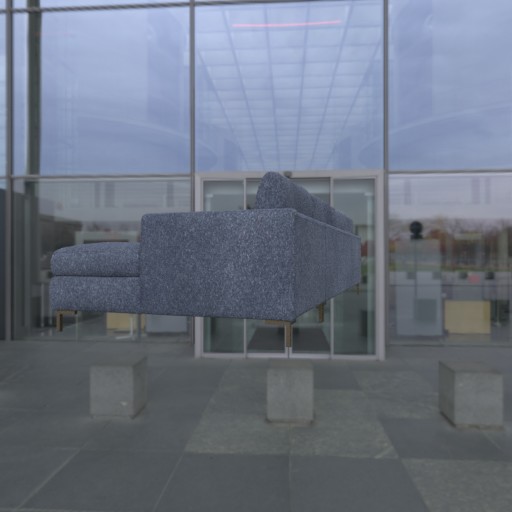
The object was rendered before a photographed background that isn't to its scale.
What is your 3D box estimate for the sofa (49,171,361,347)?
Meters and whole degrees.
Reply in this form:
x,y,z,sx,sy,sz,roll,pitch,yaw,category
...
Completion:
x,y,z,sx,sy,sz,roll,pitch,yaw,category
0.000,0.000,3.507,1.350,0.810,2.932,0,0,19,sofa
